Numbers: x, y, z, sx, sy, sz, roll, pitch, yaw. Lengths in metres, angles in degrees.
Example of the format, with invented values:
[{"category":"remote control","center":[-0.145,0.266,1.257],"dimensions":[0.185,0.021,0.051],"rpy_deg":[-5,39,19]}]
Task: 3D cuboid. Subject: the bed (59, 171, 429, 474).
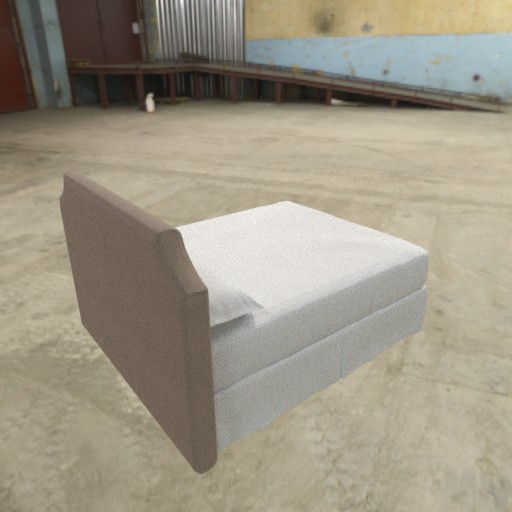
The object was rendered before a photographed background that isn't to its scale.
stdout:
[{"category":"bed","center":[0.000,0.000,3.264],"dimensions":[2.164,1.303,1.828],"rpy_deg":[-18,30,-34]}]
